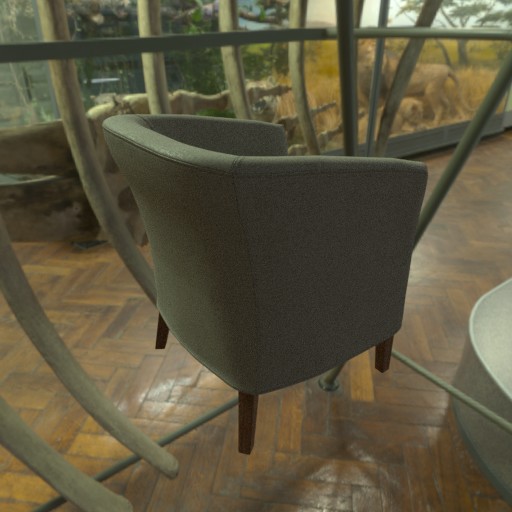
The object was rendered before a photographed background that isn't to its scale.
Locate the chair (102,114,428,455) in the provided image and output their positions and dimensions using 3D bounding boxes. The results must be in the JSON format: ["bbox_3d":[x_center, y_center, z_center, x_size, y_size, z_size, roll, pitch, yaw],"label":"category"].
[{"bbox_3d":[0.000,0.000,1.243,0.668,0.771,0.600,-19,33,-31],"label":"chair"}]
